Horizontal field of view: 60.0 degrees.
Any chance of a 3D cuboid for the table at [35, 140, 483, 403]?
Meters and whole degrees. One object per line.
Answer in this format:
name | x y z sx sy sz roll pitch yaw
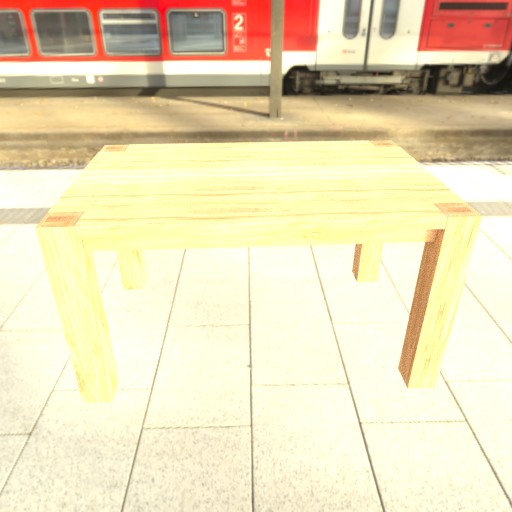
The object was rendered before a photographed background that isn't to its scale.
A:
table | 0.000 0.000 1.957 1.400 0.760 0.900 -2 30 -3
